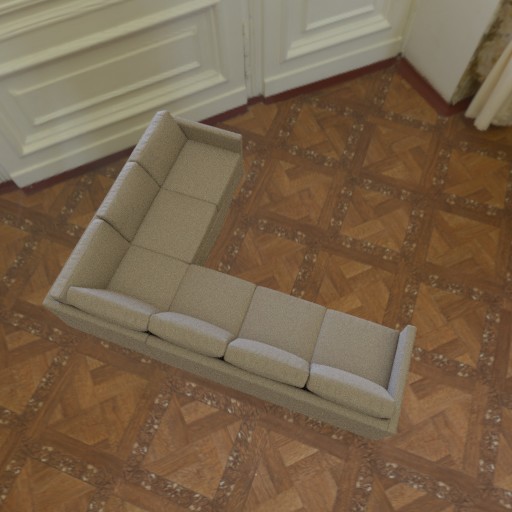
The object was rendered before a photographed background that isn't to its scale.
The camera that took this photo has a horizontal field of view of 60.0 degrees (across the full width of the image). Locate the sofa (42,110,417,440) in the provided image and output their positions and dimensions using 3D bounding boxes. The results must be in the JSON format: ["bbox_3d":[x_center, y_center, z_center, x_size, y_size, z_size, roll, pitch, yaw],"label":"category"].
[{"bbox_3d":[0.000,0.000,4.393,3.182,0.871,2.432,18,65,9],"label":"sofa"}]
